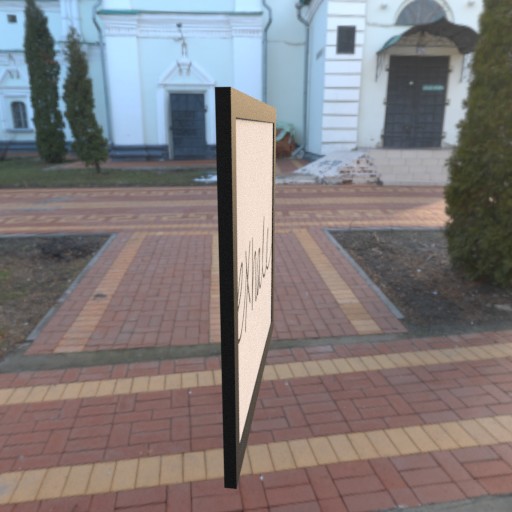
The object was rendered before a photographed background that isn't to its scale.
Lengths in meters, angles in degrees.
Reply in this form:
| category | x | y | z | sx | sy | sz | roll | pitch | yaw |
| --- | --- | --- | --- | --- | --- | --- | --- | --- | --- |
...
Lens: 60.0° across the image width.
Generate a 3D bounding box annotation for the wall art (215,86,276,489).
| category | x | y | z | sx | sy | sz | roll | pitch | yaw |
| --- | --- | --- | --- | --- | --- | --- | --- | --- | --- |
| wall art | 0.000 | 0.000 | 0.541 | 0.012 | 0.357 | 0.358 | 2 | 16 | 8 |
